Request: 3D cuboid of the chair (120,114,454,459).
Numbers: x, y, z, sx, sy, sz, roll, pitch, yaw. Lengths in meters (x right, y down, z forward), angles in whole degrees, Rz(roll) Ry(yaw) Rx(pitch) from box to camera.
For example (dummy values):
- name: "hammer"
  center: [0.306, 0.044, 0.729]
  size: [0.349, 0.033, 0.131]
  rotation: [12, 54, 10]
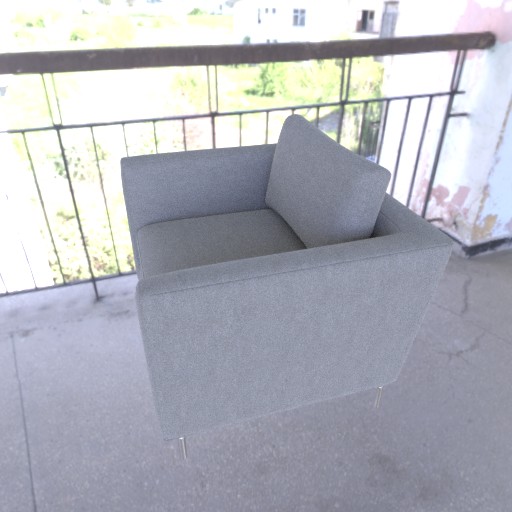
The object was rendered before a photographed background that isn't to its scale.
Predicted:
- name: "chair"
  center: [0.000, 0.000, 1.667]
  size: [0.889, 0.864, 1.041]
  rotation: [-9, 32, -14]
